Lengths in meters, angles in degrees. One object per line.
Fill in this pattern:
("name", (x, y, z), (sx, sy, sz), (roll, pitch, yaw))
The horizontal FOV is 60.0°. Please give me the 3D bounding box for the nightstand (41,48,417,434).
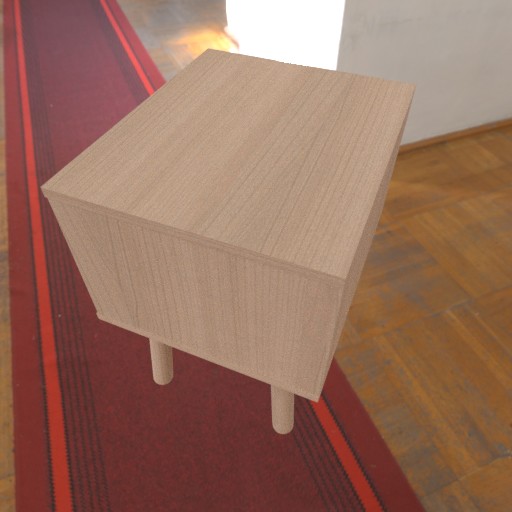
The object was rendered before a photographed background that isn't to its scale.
("nightstand", (0.000, 0.000, 0.824), (0.380, 0.530, 0.450), (17, 49, 15))
